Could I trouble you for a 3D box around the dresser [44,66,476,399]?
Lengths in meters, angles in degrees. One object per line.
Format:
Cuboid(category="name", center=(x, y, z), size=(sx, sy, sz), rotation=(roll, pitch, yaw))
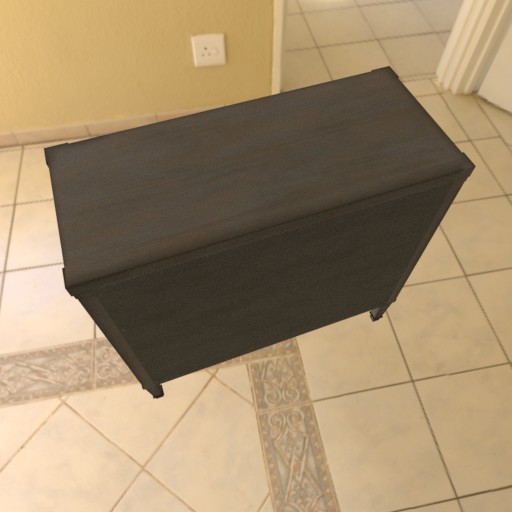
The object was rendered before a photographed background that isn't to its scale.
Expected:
Cuboid(category="dresser", center=(0.000, 0.000, 1.587), size=(1.049, 0.986, 0.463), rotation=(-17, 59, -11))
